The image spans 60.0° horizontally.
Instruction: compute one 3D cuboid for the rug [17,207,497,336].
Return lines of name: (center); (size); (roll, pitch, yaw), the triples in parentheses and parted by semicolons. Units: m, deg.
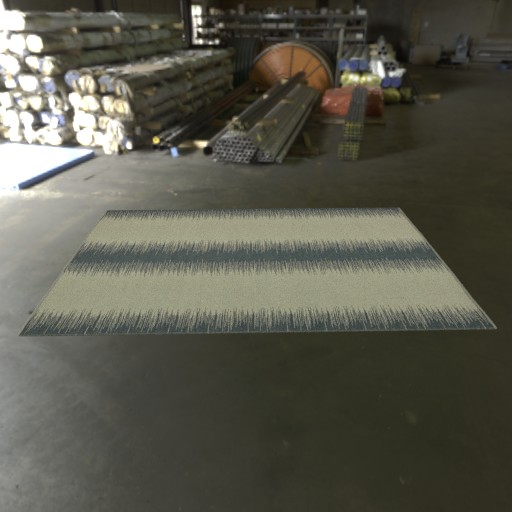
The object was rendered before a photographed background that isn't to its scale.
rug: (0.000, 0.000, 2.239); (1.854, 0.006, 1.234); (-1, 28, -1)
